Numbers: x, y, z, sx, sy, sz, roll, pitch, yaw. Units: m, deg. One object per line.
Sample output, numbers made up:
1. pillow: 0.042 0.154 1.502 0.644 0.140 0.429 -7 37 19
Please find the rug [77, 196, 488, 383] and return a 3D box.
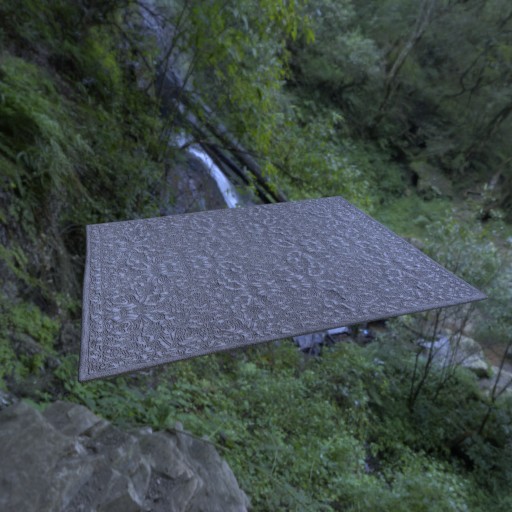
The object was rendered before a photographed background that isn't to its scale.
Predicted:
1. rug: 0.000 0.000 4.072 3.017 0.035 2.472 -8 28 -16
